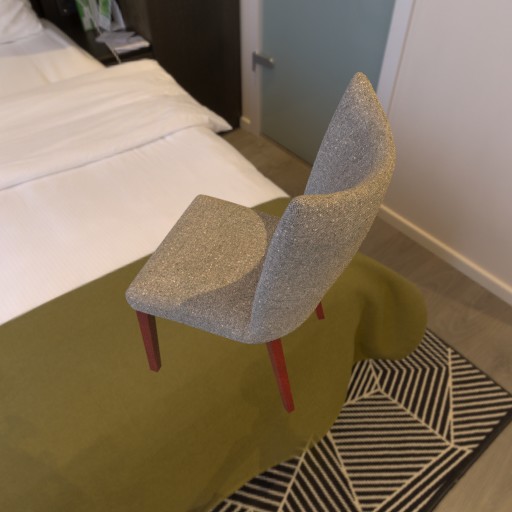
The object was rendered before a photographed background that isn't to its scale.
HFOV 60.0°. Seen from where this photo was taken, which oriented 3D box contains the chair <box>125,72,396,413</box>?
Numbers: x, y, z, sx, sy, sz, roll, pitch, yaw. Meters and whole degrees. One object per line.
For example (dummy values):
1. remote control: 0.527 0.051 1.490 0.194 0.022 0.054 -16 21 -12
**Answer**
1. chair: 0.000 0.000 1.290 0.623 0.924 0.535 15 48 14
